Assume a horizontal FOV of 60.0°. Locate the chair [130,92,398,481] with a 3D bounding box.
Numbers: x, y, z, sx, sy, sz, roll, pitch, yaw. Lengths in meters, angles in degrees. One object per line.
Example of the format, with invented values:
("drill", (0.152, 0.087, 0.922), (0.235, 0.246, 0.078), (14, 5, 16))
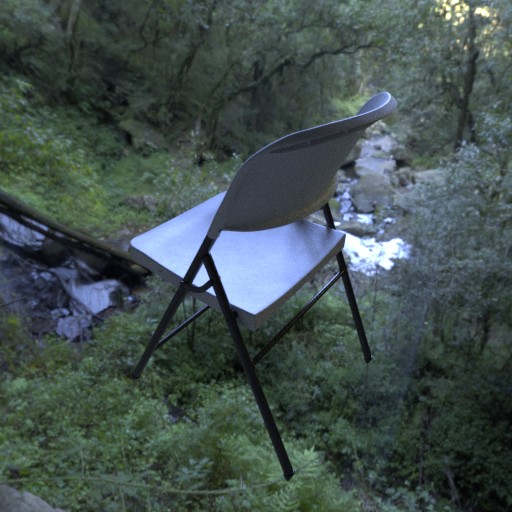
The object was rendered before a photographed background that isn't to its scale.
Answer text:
("chair", (0.000, 0.000, 1.128), (0.566, 0.810, 0.494), (21, 37, 30))
